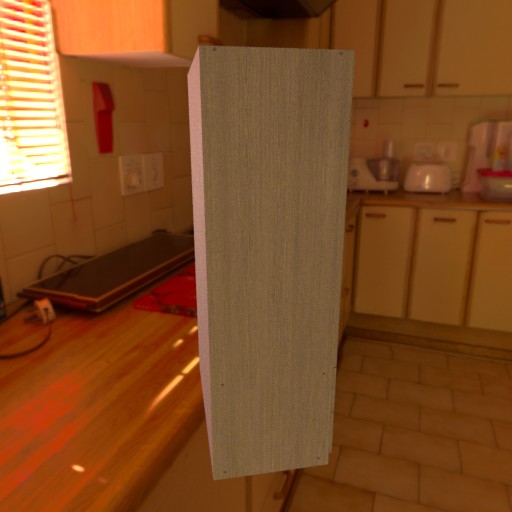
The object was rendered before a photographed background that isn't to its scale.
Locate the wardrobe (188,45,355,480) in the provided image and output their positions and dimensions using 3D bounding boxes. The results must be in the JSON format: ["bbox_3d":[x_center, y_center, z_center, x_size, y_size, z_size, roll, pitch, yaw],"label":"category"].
[{"bbox_3d":[0.000,0.000,2.270,0.577,1.808,0.991,-3,17,-10],"label":"wardrobe"}]
